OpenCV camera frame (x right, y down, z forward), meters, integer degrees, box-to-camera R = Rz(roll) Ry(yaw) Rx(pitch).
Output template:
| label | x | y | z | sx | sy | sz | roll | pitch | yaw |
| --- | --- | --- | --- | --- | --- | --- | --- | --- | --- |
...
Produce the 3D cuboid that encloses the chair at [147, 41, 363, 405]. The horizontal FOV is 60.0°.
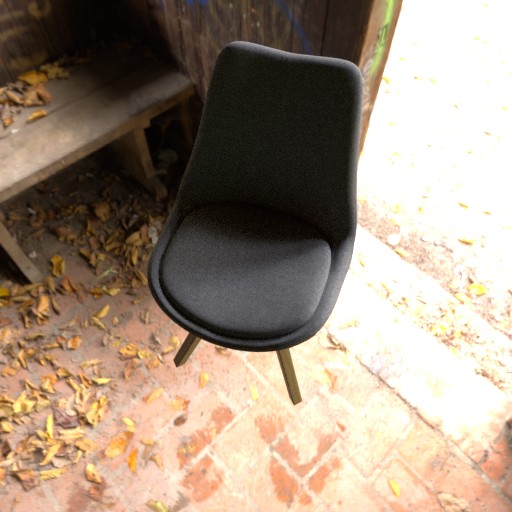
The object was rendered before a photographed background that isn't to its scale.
| label | x | y | z | sx | sy | sz | roll | pitch | yaw |
| --- | --- | --- | --- | --- | --- | --- | --- | --- | --- |
| chair | 0.000 | 0.000 | 1.181 | 0.483 | 0.865 | 0.550 | 15 | 58 | 10 |
